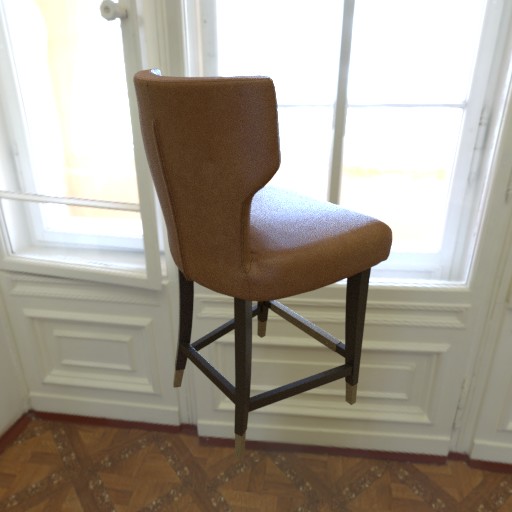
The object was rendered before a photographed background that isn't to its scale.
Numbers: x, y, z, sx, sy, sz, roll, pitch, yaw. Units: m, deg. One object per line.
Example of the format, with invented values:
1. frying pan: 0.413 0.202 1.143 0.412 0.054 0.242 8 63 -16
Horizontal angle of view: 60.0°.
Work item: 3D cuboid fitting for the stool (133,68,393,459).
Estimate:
1. stool: 0.000 0.000 1.266 0.563 0.982 0.526 -18 30 -34
